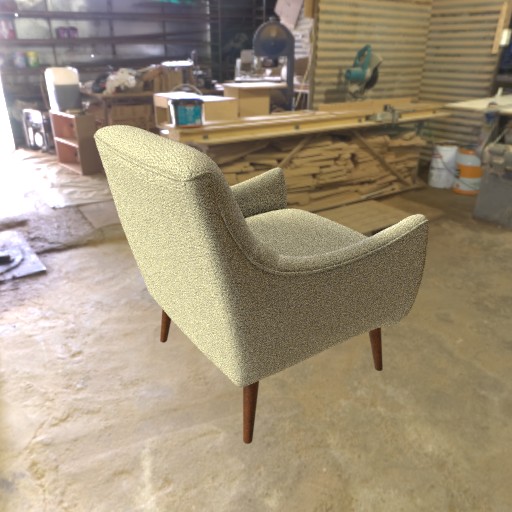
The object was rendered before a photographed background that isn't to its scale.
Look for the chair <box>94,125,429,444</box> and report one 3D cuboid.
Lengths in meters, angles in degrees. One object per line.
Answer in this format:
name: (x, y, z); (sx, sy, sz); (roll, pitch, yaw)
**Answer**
chair: (0.000, 0.000, 1.449); (0.787, 0.838, 0.762); (-16, 30, -31)
